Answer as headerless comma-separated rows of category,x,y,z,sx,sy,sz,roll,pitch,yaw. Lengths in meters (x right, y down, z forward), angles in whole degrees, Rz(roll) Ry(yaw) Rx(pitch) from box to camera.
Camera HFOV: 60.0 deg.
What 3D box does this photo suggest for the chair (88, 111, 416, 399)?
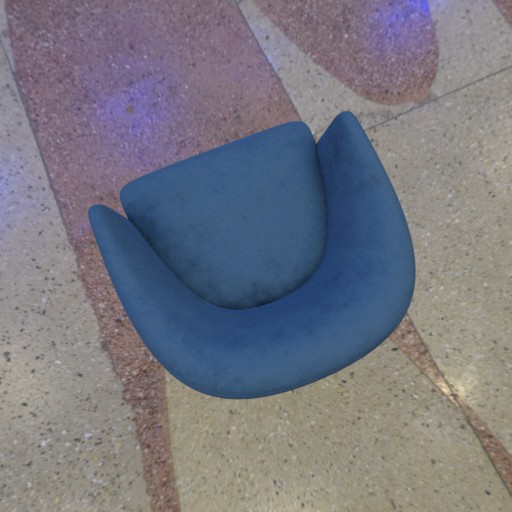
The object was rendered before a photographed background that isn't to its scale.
chair,0.000,0.000,1.357,0.773,0.698,0.767,-22,77,-5
